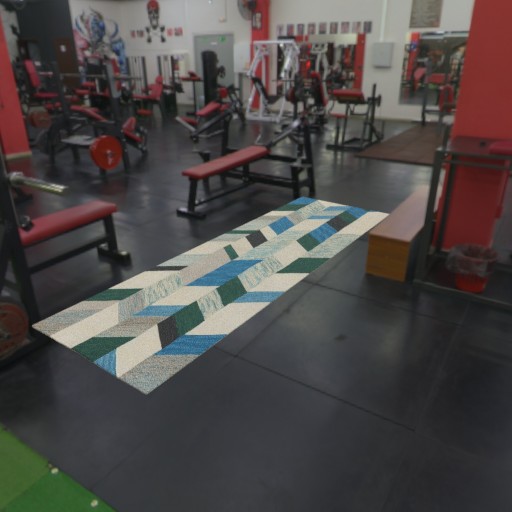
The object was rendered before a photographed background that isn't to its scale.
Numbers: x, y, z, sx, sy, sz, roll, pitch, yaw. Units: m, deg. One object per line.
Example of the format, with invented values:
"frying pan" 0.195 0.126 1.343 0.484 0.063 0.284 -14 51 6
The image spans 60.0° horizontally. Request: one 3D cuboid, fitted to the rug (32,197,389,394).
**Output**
"rug" 0.000 0.000 2.711 0.774 0.008 2.437 17 30 32
